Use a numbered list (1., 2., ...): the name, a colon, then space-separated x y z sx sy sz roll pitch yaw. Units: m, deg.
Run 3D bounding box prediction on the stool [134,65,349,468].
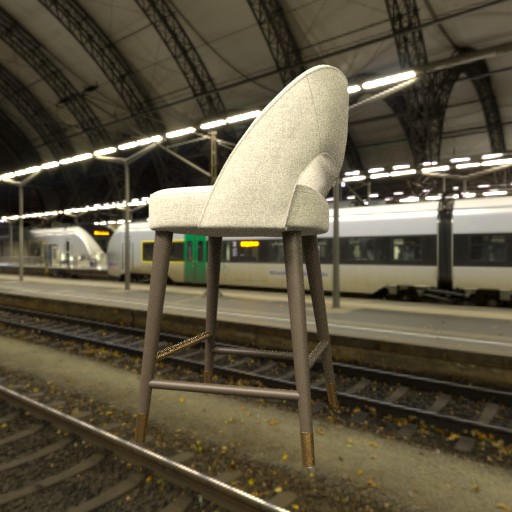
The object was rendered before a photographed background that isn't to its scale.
1. stool: 0.000 0.000 1.251 0.509 0.940 0.494 0 0 17
